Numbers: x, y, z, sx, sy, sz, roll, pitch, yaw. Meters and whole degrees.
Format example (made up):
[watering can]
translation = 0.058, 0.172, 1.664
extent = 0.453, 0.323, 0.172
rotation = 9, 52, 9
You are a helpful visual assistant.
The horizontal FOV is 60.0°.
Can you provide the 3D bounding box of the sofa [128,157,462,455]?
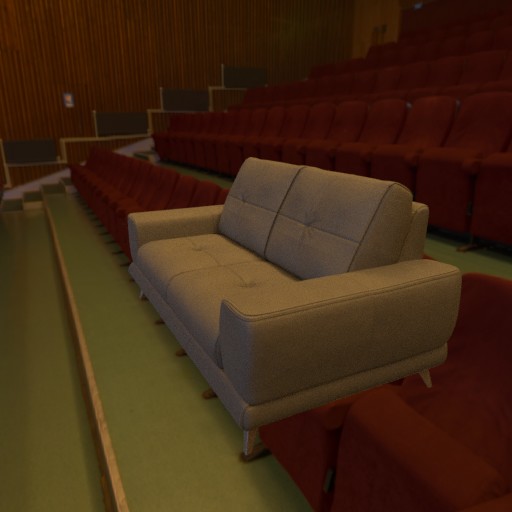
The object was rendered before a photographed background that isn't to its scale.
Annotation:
[sofa]
translation = 0.000, 0.000, 2.341
extent = 1.018, 0.907, 1.806
rotation = -9, 19, -26
